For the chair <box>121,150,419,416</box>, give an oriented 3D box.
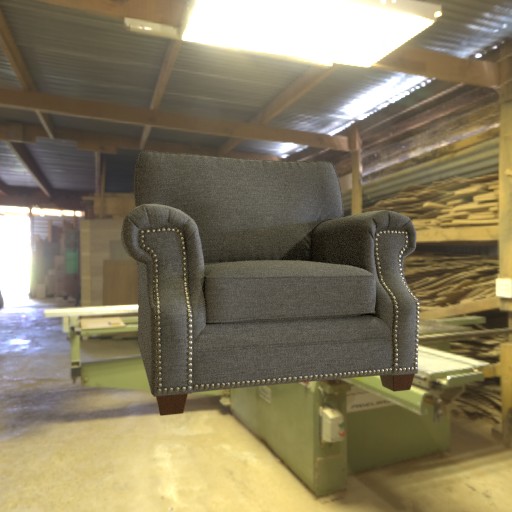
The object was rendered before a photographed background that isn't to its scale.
[{"bbox_3d":[0.000,0.000,1.875,1.092,0.961,0.965,0,-1,-17],"label":"chair"}]
